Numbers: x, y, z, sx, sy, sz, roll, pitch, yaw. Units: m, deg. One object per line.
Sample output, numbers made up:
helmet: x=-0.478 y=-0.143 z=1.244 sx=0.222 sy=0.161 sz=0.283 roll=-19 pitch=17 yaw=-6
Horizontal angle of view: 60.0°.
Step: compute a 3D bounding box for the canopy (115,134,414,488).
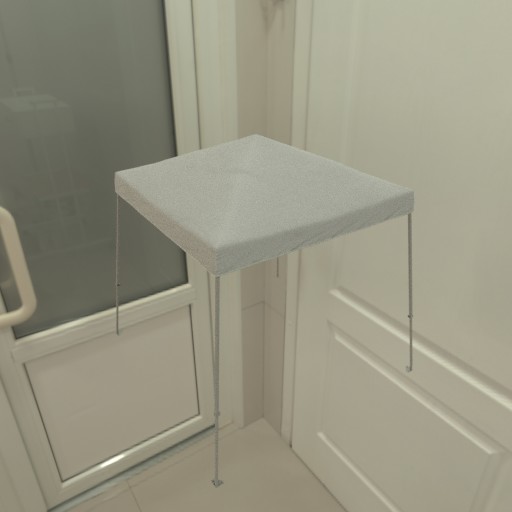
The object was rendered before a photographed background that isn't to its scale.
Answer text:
canopy: x=0.000 y=0.000 z=5.249 sx=2.848 sy=2.849 sz=2.849 roll=-18 pitch=33 yaw=-30
